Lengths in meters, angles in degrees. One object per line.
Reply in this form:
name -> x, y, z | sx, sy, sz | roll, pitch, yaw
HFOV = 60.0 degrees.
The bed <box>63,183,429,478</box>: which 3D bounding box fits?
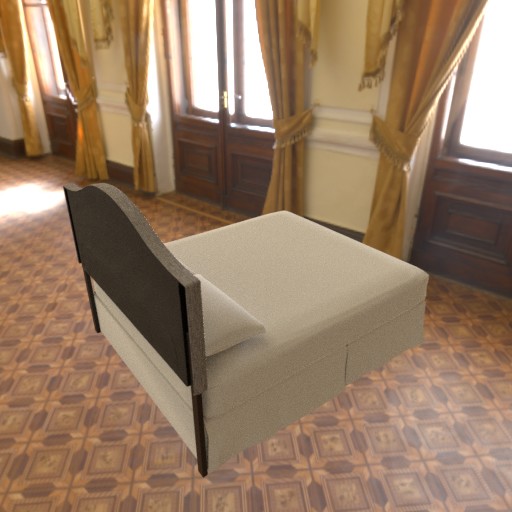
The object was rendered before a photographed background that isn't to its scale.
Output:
bed -> 0.000, 0.000, 2.954 | 1.870, 1.295, 1.610 | -19, 32, -33
